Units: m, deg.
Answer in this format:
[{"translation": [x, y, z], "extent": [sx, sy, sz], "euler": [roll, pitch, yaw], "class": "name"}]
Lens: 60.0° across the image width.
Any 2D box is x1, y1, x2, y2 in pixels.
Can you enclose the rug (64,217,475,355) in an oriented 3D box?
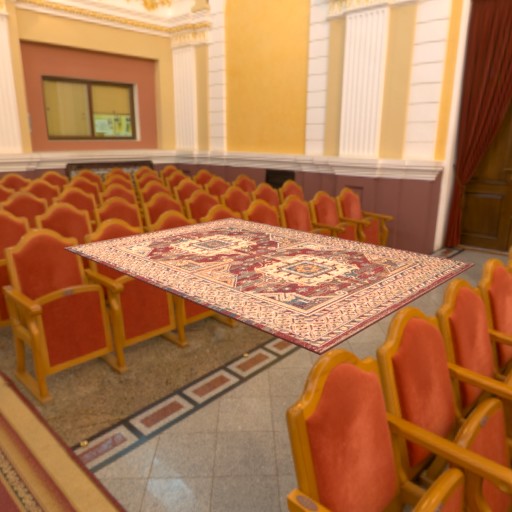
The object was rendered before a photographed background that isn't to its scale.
[{"translation": [0.000, 0.000, 2.921], "extent": [2.210, 0.011, 1.599], "euler": [15, 21, 42], "class": "rug"}]
